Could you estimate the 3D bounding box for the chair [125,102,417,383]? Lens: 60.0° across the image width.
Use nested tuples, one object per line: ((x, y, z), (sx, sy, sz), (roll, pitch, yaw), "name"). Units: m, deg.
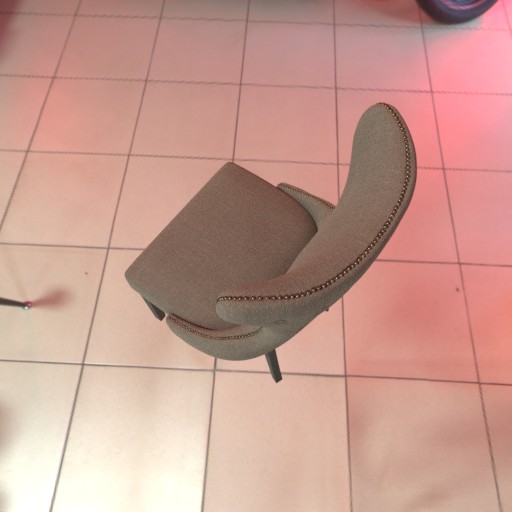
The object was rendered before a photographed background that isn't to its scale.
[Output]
((0.000, 0.000, 1.338), (0.635, 0.967, 0.628), (33, 68, 15), "chair")
